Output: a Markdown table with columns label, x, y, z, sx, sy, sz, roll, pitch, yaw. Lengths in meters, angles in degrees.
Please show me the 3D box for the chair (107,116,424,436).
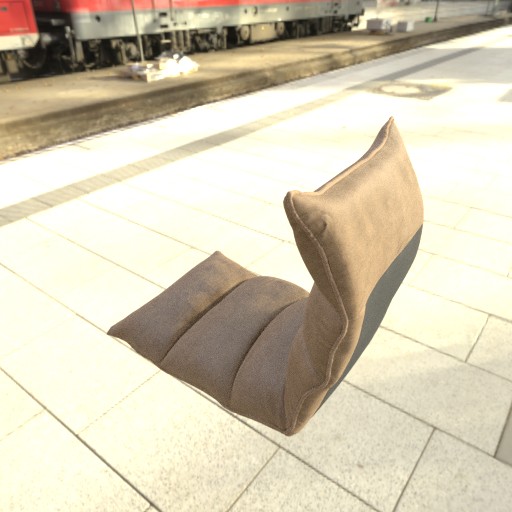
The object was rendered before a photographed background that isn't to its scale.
| label | x | y | z | sx | sy | sz | roll | pitch | yaw |
| --- | --- | --- | --- | --- | --- | --- | --- | --- | --- |
| chair | 0.000 | 0.000 | 1.534 | 0.985 | 0.892 | 0.714 | 20 | 37 | 30 |
